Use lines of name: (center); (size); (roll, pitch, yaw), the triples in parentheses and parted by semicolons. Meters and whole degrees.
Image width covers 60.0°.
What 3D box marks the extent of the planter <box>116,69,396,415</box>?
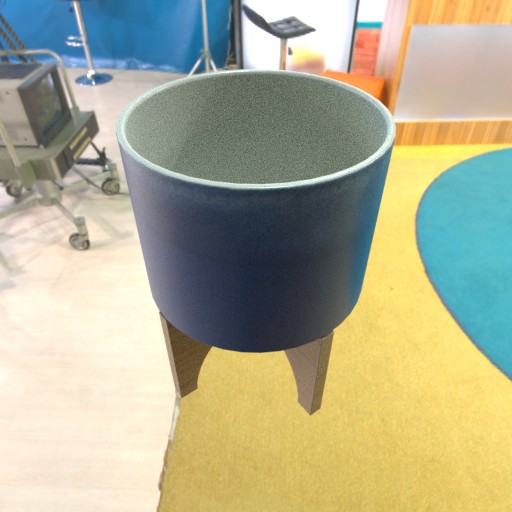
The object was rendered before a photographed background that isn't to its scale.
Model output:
planter: (0.000, 0.000, 0.398); (0.192, 0.263, 0.192); (0, 41, 0)
